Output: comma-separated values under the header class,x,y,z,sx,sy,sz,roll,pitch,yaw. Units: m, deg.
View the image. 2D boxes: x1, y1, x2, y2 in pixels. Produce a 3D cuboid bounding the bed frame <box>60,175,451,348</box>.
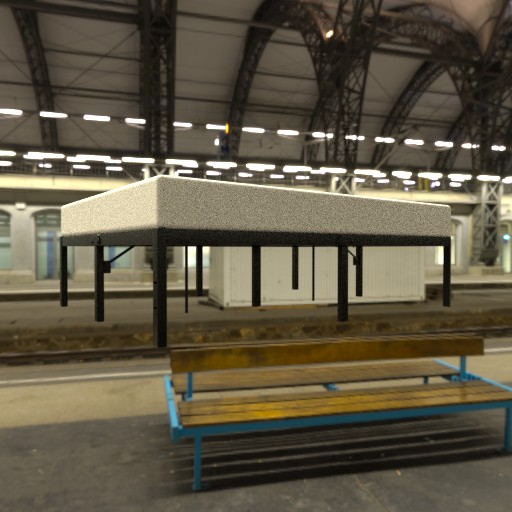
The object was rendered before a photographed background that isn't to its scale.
class,x,y,z,sx,sy,sz,roll,pitch,yaw
bed frame,0.000,0.000,2.895,2.072,0.659,1.557,-1,1,-37
